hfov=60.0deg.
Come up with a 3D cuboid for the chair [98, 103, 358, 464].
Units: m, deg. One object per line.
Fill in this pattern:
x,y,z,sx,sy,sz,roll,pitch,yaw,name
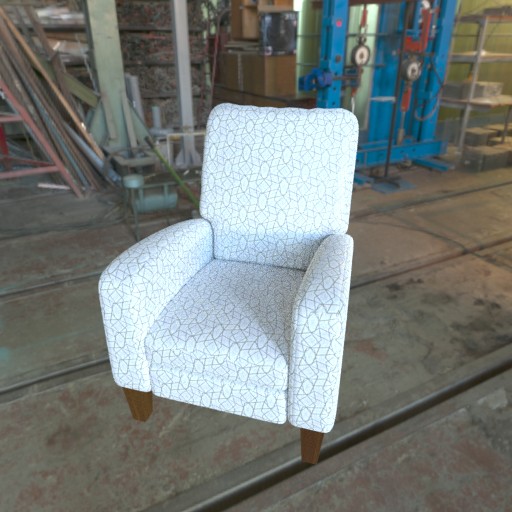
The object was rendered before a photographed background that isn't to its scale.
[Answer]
0.000,0.000,1.769,0.796,1.064,0.995,8,27,15,chair
